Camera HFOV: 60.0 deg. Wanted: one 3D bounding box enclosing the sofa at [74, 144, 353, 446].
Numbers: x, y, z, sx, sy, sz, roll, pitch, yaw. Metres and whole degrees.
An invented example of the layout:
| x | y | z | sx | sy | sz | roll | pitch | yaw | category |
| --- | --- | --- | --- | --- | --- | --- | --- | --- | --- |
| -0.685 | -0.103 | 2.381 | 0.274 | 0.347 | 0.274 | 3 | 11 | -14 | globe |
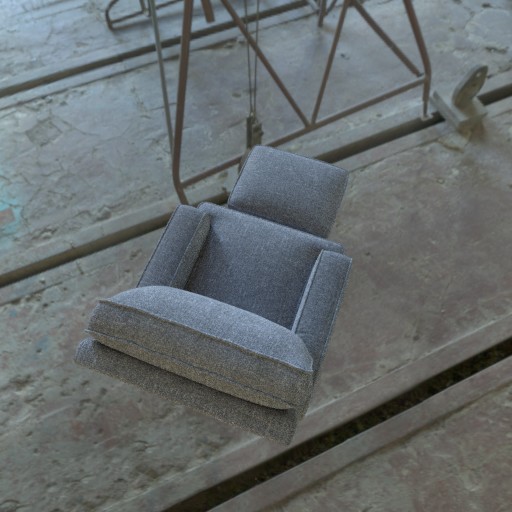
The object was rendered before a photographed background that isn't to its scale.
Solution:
| x | y | z | sx | sy | sz | roll | pitch | yaw | category |
| --- | --- | --- | --- | --- | --- | --- | --- | --- | --- |
| 0.000 | 0.000 | 2.013 | 0.861 | 0.959 | 1.472 | 18 | 65 | 9 | sofa |
